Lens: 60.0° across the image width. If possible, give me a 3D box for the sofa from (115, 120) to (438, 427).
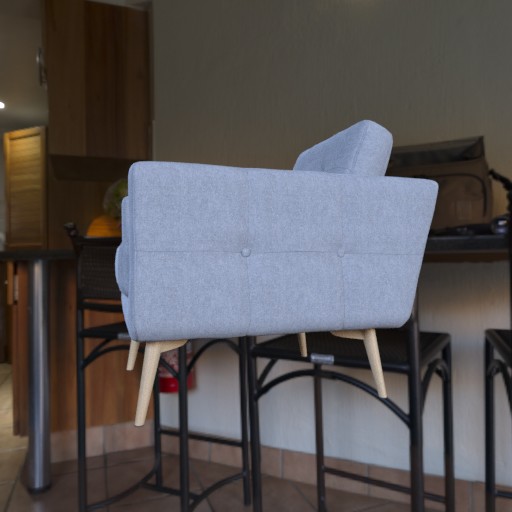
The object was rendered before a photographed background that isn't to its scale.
[{"bbox_3d":[0.000,0.000,1.523,0.920,0.860,0.770,0,0,-18],"label":"sofa"}]
